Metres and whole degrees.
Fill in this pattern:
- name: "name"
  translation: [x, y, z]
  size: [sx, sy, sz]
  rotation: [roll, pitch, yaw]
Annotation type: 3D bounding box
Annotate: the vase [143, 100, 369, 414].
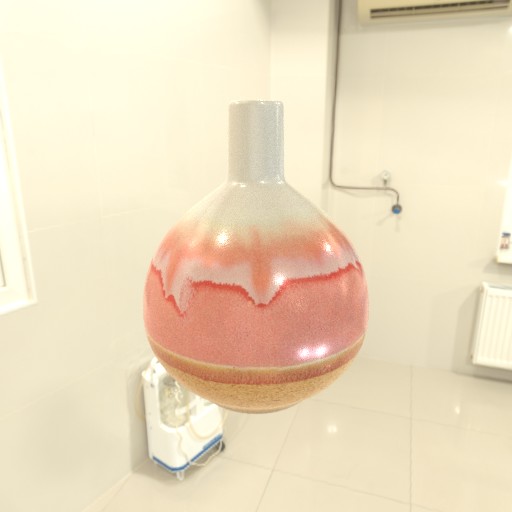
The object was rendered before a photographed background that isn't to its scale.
- name: "vase"
  translation: [0.000, 0.000, 0.267]
  size: [0.137, 0.176, 0.137]
  rotation: [0, 17, 0]
